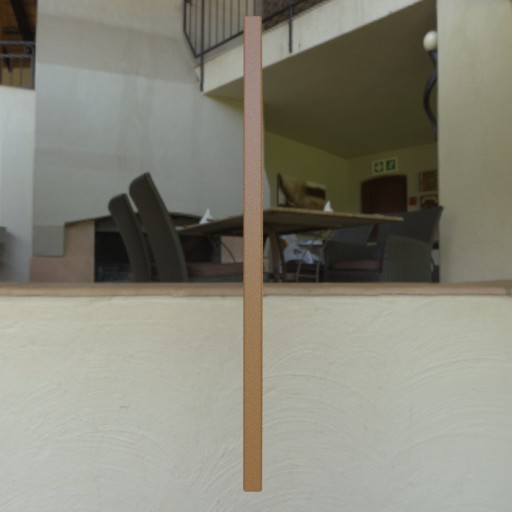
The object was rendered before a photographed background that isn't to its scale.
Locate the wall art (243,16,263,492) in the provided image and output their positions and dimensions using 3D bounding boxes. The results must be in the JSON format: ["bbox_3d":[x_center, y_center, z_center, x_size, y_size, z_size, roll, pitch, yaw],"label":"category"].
[{"bbox_3d":[0.000,0.000,0.735,0.021,0.550,0.449,0,-2,1],"label":"wall art"}]
